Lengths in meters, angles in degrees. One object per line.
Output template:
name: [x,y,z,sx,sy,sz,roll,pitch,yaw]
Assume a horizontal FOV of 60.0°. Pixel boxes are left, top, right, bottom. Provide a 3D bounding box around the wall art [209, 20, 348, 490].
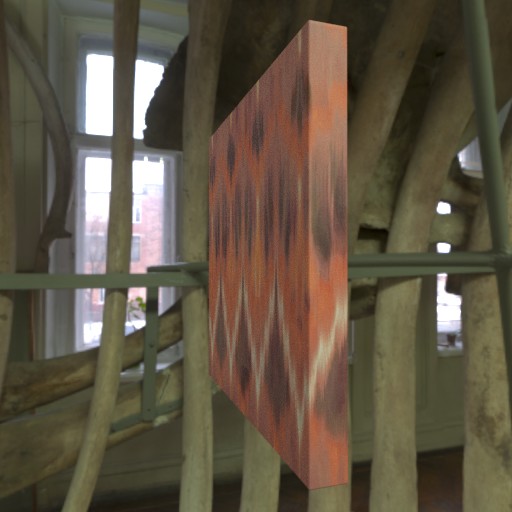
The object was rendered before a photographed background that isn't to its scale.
wall art: [0.000,0.000,0.579,0.038,0.406,0.403,0,0,-18]
